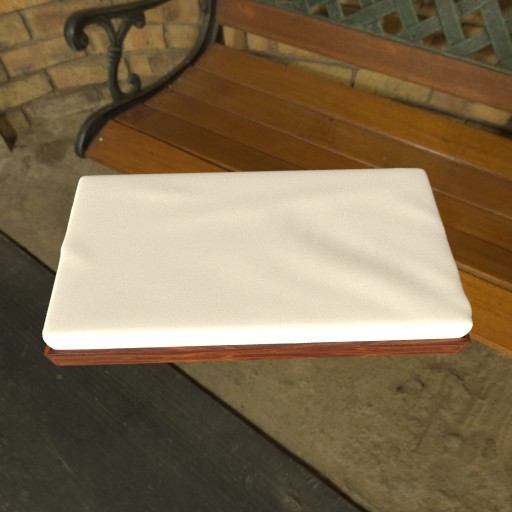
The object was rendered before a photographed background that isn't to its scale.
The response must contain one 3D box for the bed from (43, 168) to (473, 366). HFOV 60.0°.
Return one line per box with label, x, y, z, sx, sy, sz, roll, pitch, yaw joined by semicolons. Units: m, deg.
bed;0.000;0.000;2.171;1.860;0.312;0.940;-1;58;-1
